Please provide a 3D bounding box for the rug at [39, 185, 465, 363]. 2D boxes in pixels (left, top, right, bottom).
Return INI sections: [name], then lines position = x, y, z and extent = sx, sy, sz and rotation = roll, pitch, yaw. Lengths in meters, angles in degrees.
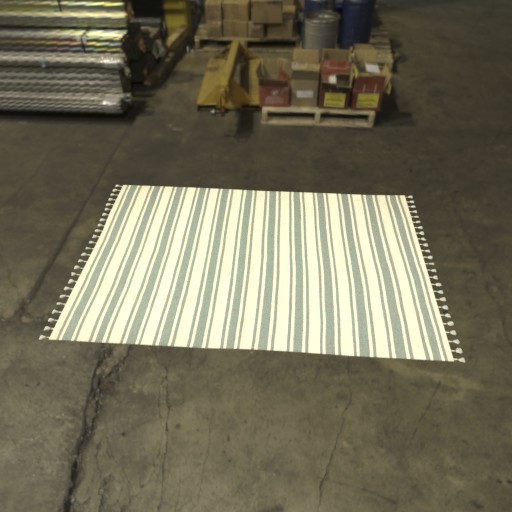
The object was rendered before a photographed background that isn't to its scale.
[rug]
position = 0.000, 0.000, 3.036
extent = 2.410, 0.011, 1.539
rotation = 3, 44, 3
